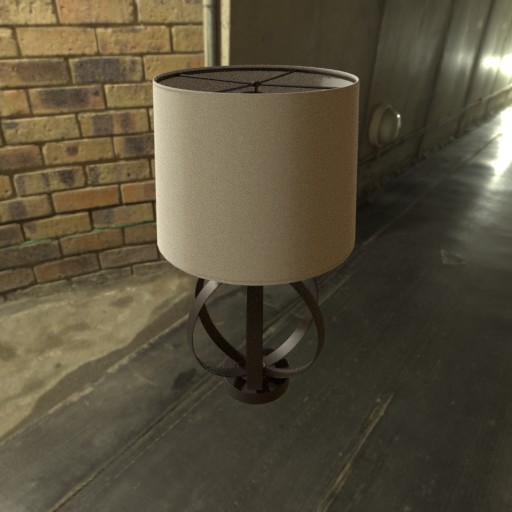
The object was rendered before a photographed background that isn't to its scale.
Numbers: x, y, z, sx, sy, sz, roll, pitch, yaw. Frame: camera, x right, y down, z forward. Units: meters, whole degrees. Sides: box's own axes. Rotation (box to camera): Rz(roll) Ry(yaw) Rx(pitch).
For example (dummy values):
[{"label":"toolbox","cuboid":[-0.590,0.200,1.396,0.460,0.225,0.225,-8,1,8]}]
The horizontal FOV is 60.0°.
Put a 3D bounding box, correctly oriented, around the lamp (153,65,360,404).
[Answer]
[{"label":"lamp","cuboid":[0.000,0.000,0.675,0.286,0.510,0.286,0,29,0]}]
